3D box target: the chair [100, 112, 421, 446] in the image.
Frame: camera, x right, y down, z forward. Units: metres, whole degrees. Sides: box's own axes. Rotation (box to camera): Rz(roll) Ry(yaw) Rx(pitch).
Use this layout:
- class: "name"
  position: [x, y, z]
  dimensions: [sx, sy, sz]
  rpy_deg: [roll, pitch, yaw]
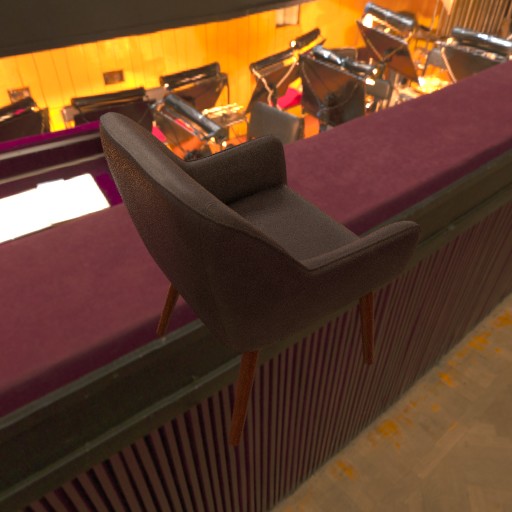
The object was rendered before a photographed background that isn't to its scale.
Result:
- class: "chair"
  position: [0.000, 0.000, 1.249]
  dimensions: [0.610, 0.828, 0.610]
  rpy_deg: [-24, 47, -25]
